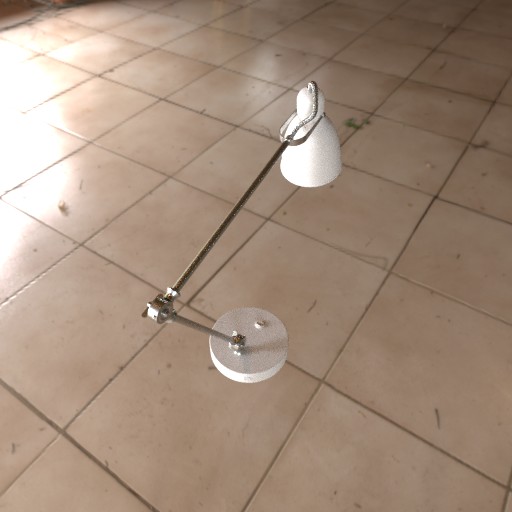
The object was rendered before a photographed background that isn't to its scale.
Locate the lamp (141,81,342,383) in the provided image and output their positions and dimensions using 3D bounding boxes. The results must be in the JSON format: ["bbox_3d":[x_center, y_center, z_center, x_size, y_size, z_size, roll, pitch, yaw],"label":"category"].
[{"bbox_3d":[0.000,0.000,0.878,0.187,0.587,0.561,25,51,22],"label":"lamp"}]
